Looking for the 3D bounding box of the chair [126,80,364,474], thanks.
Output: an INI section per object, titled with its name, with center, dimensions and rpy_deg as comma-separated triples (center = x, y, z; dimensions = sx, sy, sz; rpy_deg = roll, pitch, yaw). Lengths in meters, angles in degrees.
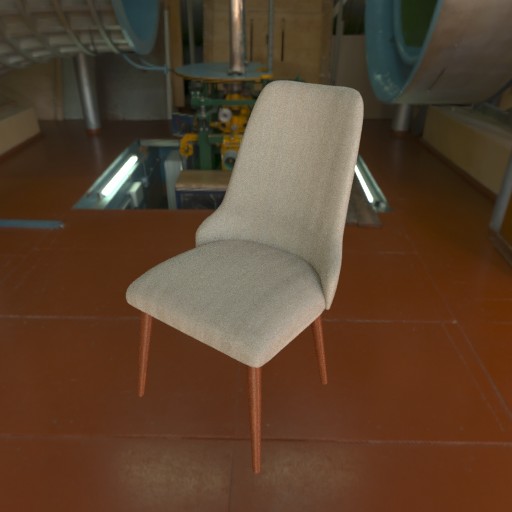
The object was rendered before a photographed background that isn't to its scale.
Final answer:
[chair]
center = 0.000, 0.000, 1.364
dimensions = 0.526, 0.917, 0.684
rpy_deg = 20, 36, 30
